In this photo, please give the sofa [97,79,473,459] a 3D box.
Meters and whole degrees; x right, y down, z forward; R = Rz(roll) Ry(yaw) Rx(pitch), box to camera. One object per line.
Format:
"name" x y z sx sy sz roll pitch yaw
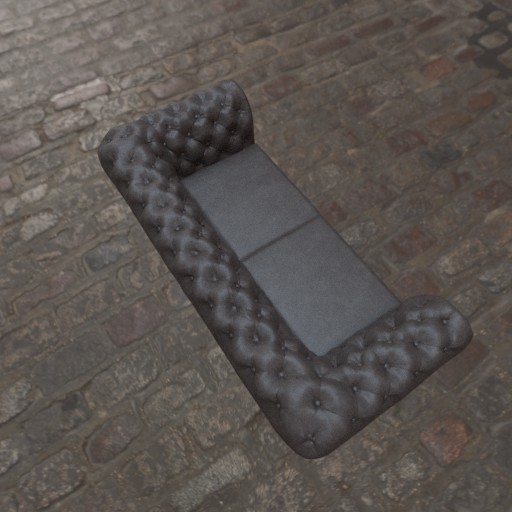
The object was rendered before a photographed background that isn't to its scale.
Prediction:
"sofa" 0.000 0.000 2.459 0.944 0.779 2.048 -30 64 -16
